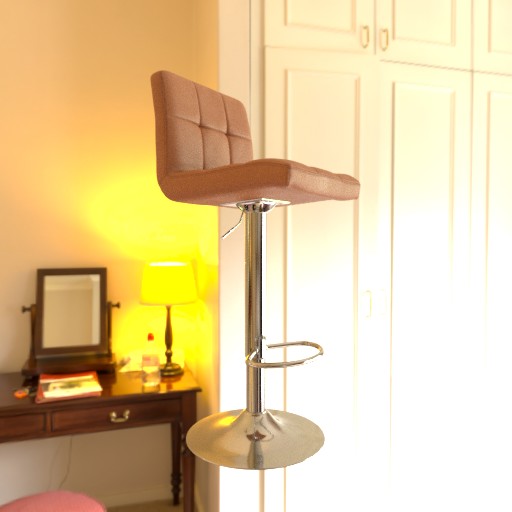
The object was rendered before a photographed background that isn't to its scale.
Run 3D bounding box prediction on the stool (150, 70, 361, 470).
[{"bbox_3d":[0.000,0.000,1.351,0.505,1.115,0.430,1,2,36],"label":"stool"}]
